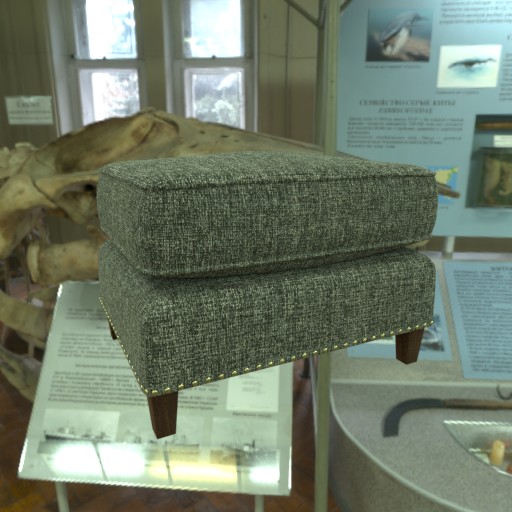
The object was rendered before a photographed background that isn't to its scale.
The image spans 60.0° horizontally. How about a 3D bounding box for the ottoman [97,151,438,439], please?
[{"bbox_3d":[0.000,0.000,1.164,0.738,0.537,0.589,-7,16,-26],"label":"ottoman"}]
